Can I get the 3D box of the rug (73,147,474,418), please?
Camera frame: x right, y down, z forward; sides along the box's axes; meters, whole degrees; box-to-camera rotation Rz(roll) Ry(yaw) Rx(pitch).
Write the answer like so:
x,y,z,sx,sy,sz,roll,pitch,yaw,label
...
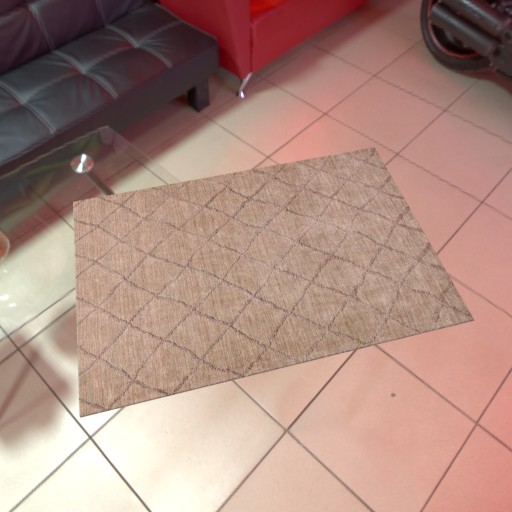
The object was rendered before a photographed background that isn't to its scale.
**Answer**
x,y,z,sx,sy,sz,roll,pitch,yaw,label
0.000,0.000,2.878,2.280,0.015,1.521,-12,57,-8,rug
